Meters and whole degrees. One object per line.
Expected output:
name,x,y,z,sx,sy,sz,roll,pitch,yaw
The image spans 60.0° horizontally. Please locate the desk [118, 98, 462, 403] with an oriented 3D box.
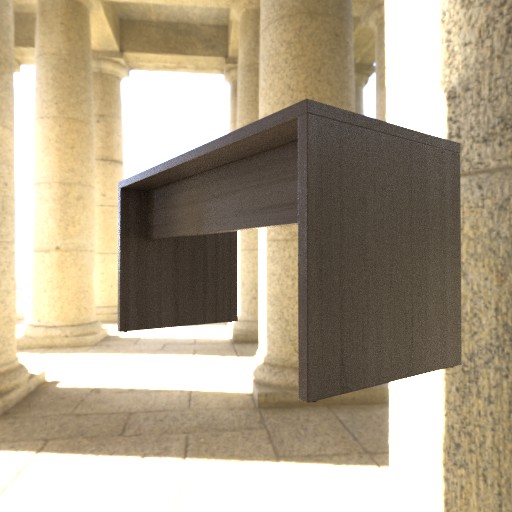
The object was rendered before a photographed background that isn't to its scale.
desk,0.000,0.000,1.835,0.690,0.745,1.380,1,-1,-36
